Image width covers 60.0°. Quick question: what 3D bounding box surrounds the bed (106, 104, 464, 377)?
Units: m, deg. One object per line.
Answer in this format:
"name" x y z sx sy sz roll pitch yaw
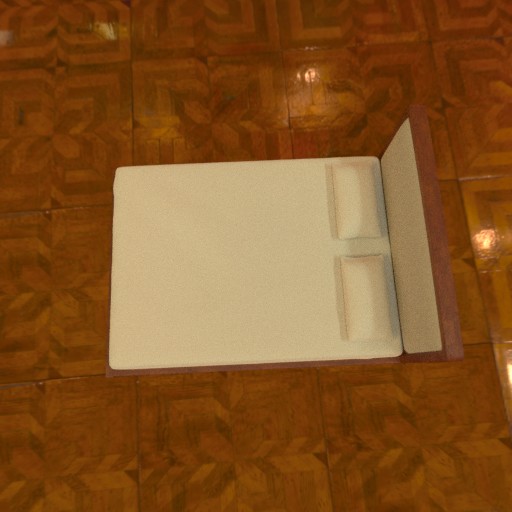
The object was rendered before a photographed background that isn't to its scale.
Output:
"bed" 0.000 0.000 3.175 2.196 1.275 1.587 -3 76 -1
